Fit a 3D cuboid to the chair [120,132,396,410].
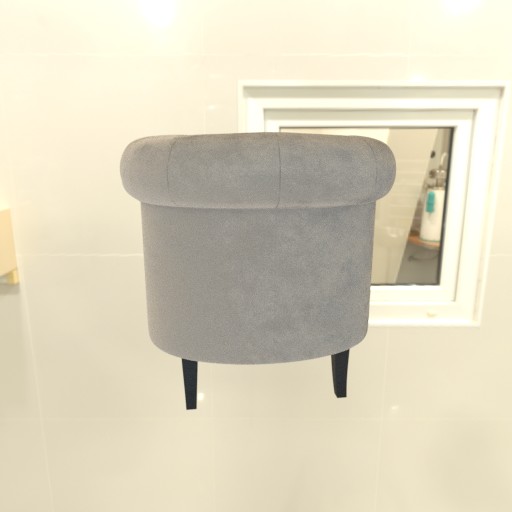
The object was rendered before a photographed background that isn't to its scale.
[{"bbox_3d":[0.000,0.000,1.576,0.904,0.826,0.851,-2,14,-8],"label":"chair"}]
